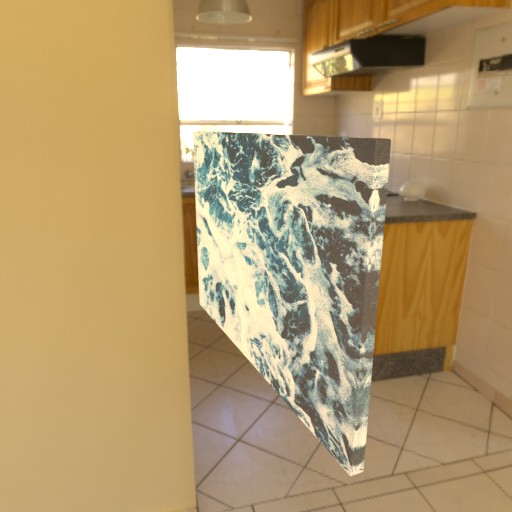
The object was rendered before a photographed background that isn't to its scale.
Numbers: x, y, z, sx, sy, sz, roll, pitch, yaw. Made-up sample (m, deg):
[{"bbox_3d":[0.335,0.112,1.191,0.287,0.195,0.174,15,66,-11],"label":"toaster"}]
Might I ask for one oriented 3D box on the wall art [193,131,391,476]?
[{"bbox_3d":[0.000,0.000,1.905,0.055,1.017,1.524,-8,18,-24],"label":"wall art"}]
